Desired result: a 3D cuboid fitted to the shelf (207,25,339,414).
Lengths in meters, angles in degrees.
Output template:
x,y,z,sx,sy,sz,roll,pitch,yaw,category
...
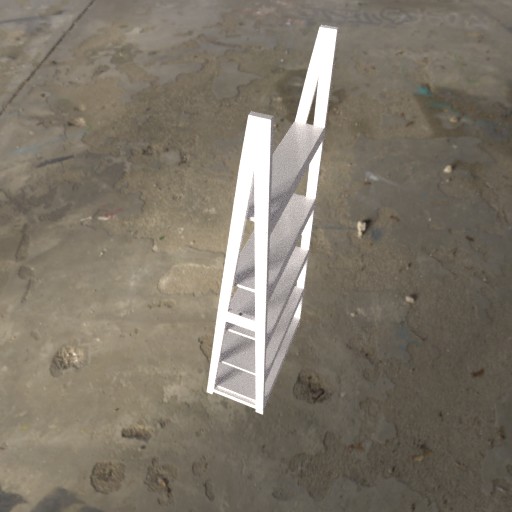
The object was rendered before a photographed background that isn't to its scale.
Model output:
x,y,z,sx,sy,sz,roll,pitch,yaw,category
0.000,0.000,1.992,0.341,1.779,0.636,17,50,15,shelf
